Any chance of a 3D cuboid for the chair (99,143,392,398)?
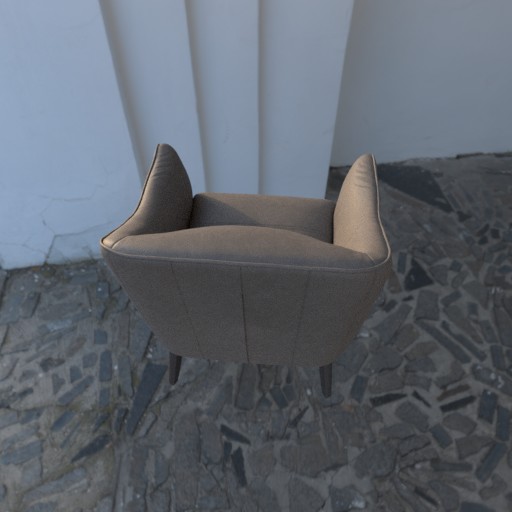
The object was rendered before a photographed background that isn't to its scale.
[{"bbox_3d":[0.000,0.000,1.602,0.871,0.830,0.852,4,46,4],"label":"chair"}]
